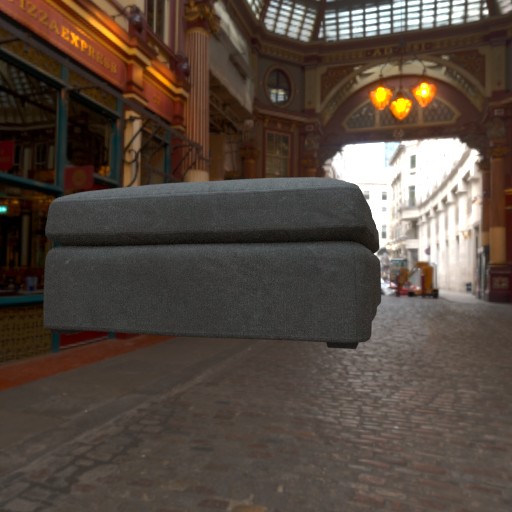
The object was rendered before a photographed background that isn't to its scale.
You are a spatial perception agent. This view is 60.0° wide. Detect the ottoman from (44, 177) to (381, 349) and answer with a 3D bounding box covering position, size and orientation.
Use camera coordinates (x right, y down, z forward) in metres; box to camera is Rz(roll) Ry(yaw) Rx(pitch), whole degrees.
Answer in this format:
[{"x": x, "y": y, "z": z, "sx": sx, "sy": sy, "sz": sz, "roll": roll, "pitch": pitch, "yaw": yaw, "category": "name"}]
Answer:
[{"x": 0.000, "y": 0.000, "z": 1.587, "sx": 0.840, "sy": 0.429, "sz": 1.199, "roll": 0, "pitch": -2, "yaw": 17, "category": "ottoman"}]
